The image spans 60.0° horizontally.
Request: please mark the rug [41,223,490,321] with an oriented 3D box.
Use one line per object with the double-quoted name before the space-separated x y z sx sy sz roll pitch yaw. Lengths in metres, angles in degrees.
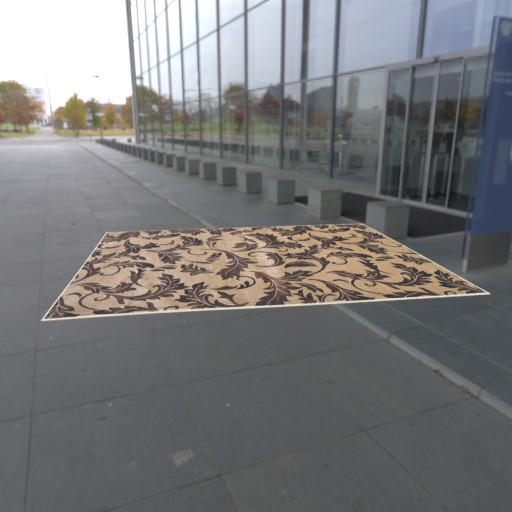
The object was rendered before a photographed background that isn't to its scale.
"rug" 0.000 0.000 3.997 2.977 0.008 2.380 -2 16 -9
